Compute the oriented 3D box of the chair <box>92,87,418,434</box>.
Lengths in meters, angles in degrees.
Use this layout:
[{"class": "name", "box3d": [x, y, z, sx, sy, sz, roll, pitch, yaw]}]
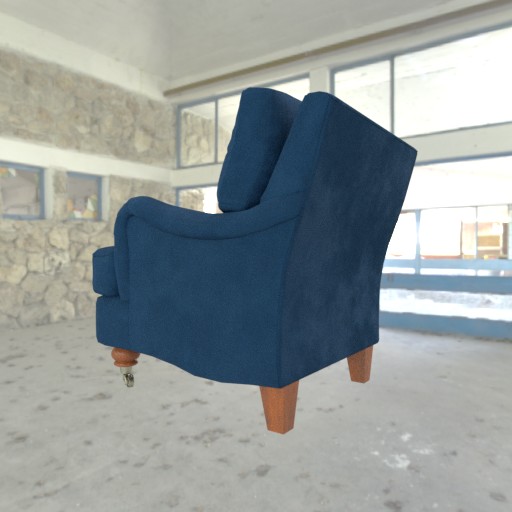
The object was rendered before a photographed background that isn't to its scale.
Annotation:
[{"class": "chair", "box3d": [0.000, 0.000, 1.831, 1.078, 1.076, 0.895, 0, 1, 36]}]
